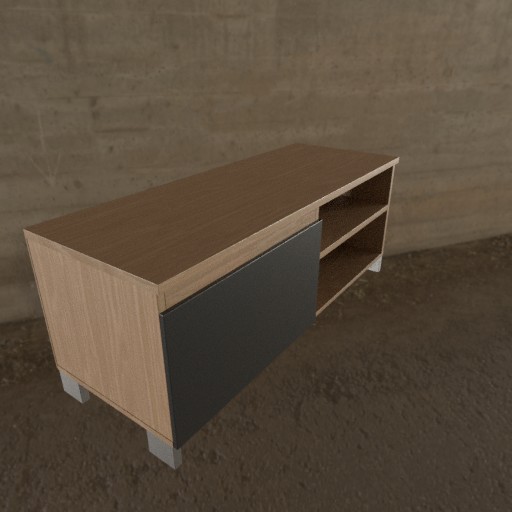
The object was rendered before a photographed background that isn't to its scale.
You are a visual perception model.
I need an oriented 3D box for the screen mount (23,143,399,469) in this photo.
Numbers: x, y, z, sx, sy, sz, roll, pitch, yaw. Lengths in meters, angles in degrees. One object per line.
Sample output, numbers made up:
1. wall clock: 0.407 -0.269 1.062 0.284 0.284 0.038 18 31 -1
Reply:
1. screen mount: 0.000 0.000 1.294 0.406 0.432 1.084 17 31 32
